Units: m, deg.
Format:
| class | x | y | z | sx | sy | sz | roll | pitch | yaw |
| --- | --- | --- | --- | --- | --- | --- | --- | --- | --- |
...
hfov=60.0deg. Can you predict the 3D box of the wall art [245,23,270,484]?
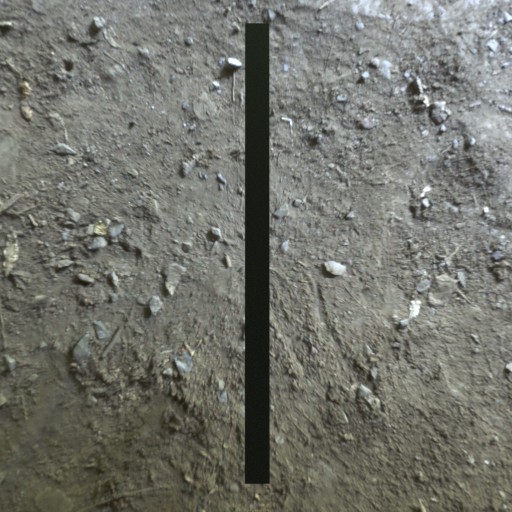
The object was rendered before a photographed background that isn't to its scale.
| class | x | y | z | sx | sy | sz | roll | pitch | yaw |
| --- | --- | --- | --- | --- | --- | --- | --- | --- | --- |
| wall art | 0.000 | 0.000 | 0.748 | 0.028 | 0.511 | 0.513 | 0 | 89 | 0 |
